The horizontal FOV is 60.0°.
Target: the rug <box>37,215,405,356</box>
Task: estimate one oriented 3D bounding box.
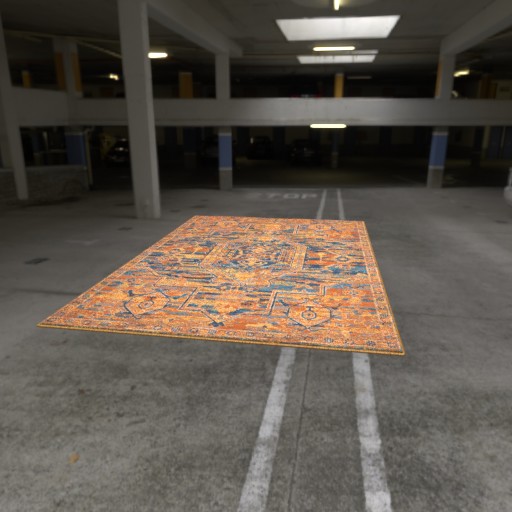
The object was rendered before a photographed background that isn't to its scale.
[{"bbox_3d":[0.000,0.000,2.167,1.148,0.013,1.758,3,17,9],"label":"rug"}]
